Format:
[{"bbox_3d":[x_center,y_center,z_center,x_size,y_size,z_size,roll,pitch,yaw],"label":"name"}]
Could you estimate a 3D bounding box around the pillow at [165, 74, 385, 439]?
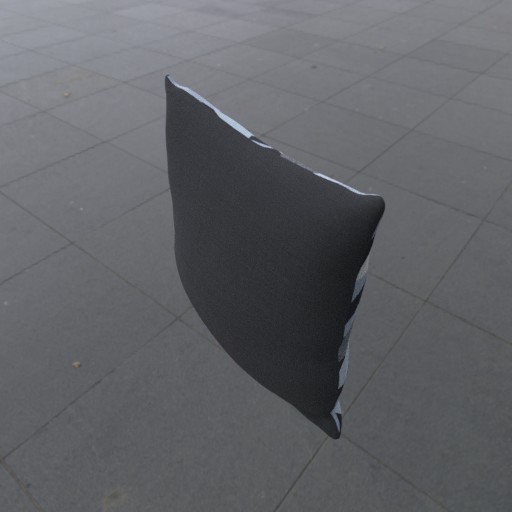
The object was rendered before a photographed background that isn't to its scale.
[{"bbox_3d":[0.000,0.000,0.766,0.208,0.496,0.503,-25,47,-26],"label":"pillow"}]
